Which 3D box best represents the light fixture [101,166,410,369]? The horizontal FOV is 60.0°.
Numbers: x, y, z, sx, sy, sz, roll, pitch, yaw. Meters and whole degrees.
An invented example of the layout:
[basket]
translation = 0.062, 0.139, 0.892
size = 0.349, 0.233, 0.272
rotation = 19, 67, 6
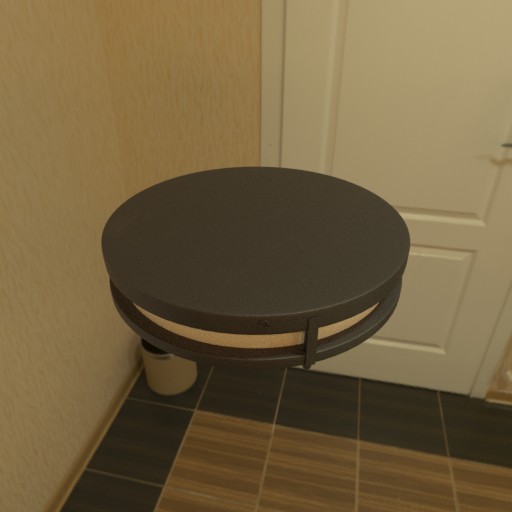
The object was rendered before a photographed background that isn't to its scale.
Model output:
[light fixture]
translation = 0.000, 0.000, 0.555
size = 0.356, 0.102, 0.356
rotation = 0, 32, 0
